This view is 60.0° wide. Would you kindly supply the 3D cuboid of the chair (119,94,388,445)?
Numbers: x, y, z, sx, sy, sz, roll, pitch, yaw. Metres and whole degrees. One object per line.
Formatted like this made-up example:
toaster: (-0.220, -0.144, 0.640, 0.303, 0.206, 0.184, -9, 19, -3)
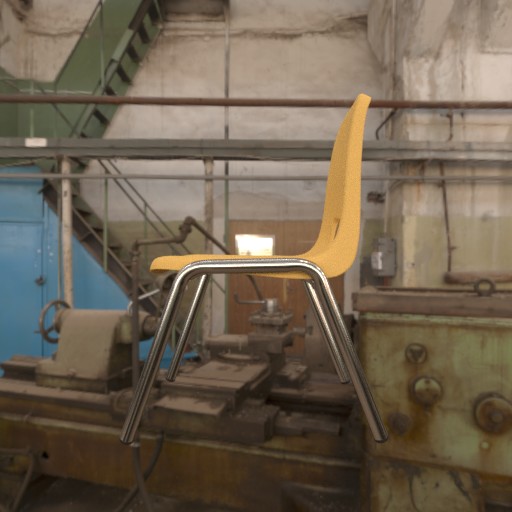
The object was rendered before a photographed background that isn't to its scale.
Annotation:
chair: (0.000, 0.000, 0.855, 0.423, 0.586, 0.354, 0, 1, 1)
